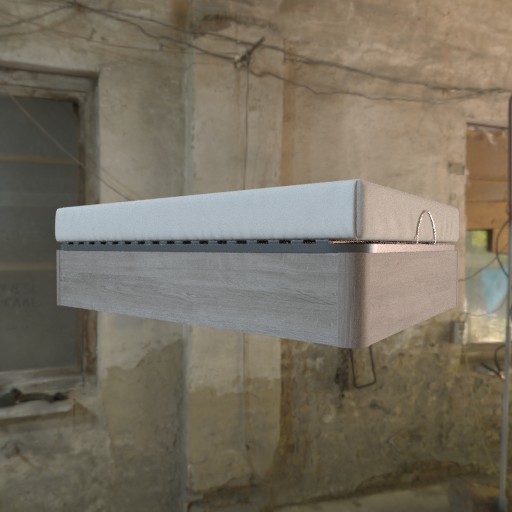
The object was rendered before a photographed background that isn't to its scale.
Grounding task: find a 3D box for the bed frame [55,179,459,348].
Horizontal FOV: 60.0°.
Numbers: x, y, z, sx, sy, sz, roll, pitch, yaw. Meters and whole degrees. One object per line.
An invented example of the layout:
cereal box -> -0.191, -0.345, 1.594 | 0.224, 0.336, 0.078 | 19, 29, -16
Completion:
bed frame -> 0.000, 0.000, 2.549 | 1.900, 0.561, 1.400 | 1, 2, 37
